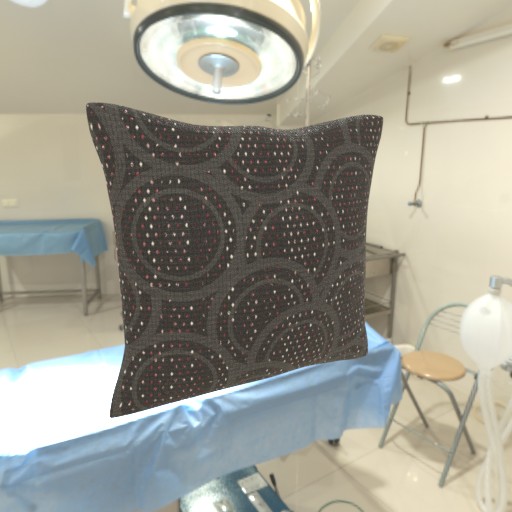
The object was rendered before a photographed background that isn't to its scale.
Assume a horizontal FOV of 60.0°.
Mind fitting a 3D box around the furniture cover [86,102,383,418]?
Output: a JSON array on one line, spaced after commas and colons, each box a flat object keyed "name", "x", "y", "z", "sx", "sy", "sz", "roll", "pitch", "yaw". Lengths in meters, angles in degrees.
[{"name": "furniture cover", "x": 0.000, "y": 0.000, "z": 0.808, "sx": 0.552, "sy": 0.509, "sz": 0.193, "roll": -7, "pitch": 15, "yaw": -26}]
